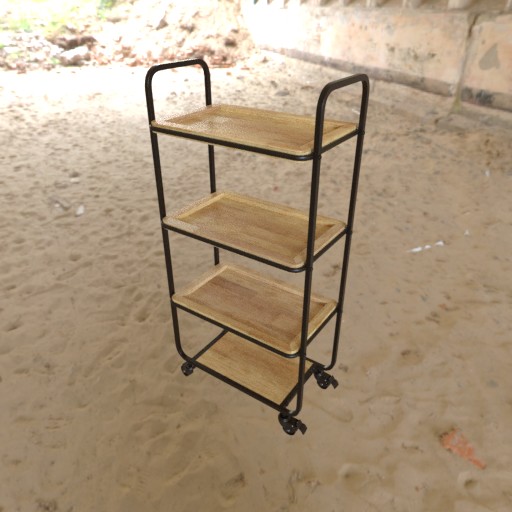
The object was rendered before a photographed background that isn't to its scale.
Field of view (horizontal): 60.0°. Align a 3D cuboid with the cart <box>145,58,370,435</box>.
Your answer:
[{"bbox_3d":[0.000,0.000,1.377,0.545,1.080,0.321,19,35,29],"label":"cart"}]
